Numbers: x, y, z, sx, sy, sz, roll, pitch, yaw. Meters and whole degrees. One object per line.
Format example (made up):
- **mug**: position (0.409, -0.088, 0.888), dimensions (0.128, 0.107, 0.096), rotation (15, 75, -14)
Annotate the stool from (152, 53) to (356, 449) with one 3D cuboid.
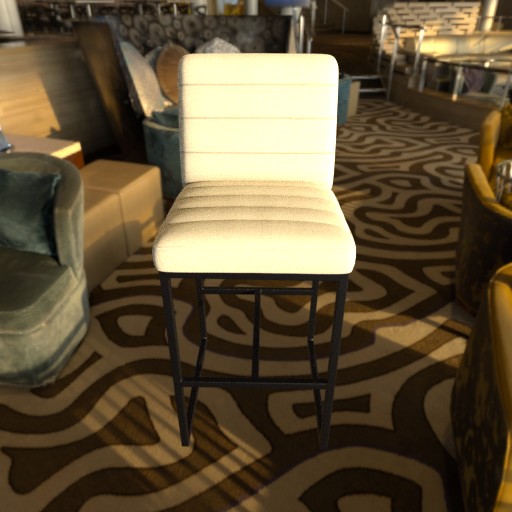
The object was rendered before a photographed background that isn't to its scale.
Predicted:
- **stool**: position (0.000, 0.000, 1.297), dimensions (0.460, 1.040, 0.560), rotation (1, 30, 1)
